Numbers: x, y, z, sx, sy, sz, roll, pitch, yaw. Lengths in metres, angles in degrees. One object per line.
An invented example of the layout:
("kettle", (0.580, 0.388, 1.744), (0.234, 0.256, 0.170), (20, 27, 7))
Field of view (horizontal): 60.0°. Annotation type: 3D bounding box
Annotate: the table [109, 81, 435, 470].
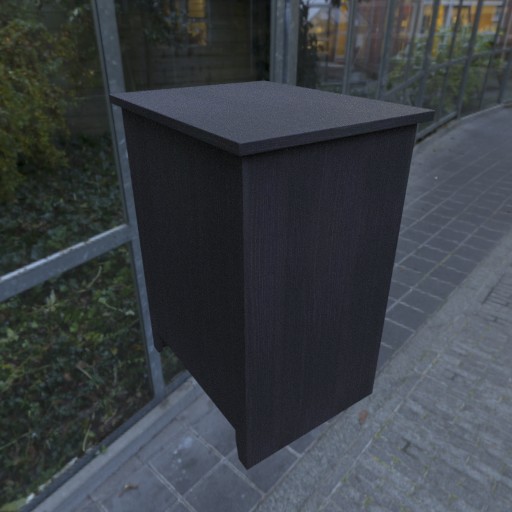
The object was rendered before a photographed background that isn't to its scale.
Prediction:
("table", (0.000, 0.000, 0.952), (0.381, 0.635, 0.480), (-18, 33, -30))
